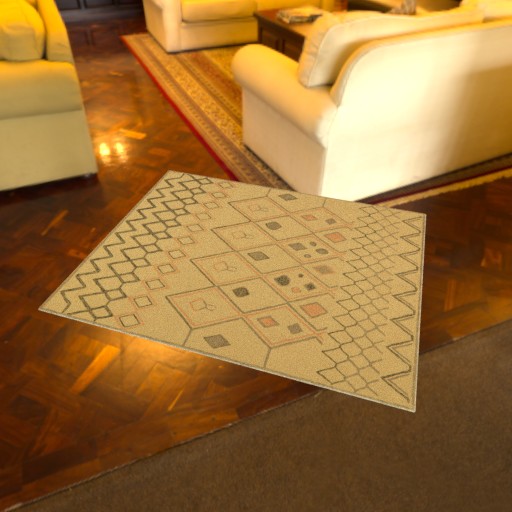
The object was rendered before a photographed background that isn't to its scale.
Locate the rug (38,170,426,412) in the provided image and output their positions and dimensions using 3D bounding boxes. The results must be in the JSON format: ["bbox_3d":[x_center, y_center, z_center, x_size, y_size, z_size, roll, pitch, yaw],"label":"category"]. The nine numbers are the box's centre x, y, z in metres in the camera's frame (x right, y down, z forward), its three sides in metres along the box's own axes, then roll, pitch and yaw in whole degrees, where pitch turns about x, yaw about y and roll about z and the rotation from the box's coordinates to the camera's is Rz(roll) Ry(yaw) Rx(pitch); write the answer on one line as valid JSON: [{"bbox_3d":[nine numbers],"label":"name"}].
[{"bbox_3d":[0.000,0.000,4.236,3.050,0.016,2.441,12,42,14],"label":"rug"}]
